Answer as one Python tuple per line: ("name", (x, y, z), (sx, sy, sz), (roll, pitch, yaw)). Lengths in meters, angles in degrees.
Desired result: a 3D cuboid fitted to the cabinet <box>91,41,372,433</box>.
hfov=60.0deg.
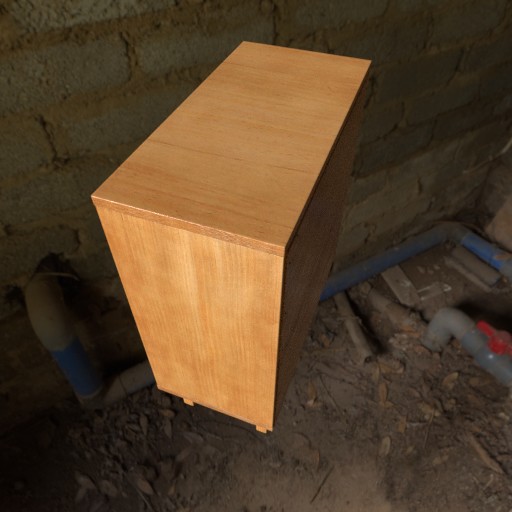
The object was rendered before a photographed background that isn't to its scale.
("cabinet", (0.000, 0.000, 1.434), (0.419, 1.001, 0.800), (15, 49, 14))
